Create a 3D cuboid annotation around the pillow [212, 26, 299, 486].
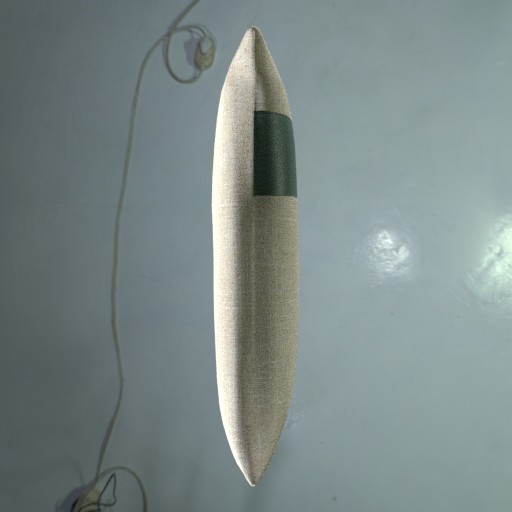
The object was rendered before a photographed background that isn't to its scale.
[{"bbox_3d":[0.000,0.000,1.035,0.197,0.429,0.859,0,92,0],"label":"pillow"}]
